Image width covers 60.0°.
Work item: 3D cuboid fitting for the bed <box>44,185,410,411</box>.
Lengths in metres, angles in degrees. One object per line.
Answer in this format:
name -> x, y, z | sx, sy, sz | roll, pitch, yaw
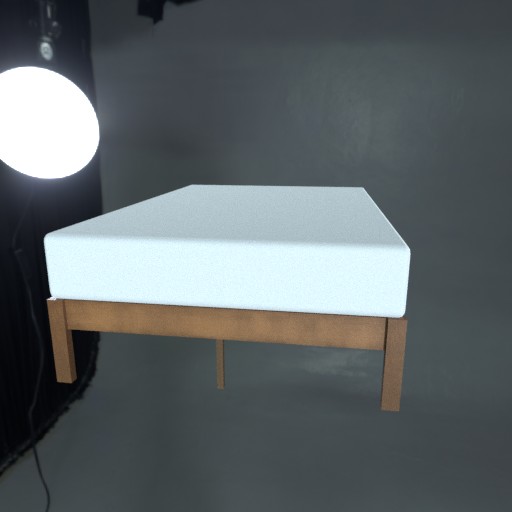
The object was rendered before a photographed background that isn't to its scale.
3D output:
bed -> 0.000, 0.000, 2.556 | 1.348, 0.616, 1.927 | 2, 15, 8
